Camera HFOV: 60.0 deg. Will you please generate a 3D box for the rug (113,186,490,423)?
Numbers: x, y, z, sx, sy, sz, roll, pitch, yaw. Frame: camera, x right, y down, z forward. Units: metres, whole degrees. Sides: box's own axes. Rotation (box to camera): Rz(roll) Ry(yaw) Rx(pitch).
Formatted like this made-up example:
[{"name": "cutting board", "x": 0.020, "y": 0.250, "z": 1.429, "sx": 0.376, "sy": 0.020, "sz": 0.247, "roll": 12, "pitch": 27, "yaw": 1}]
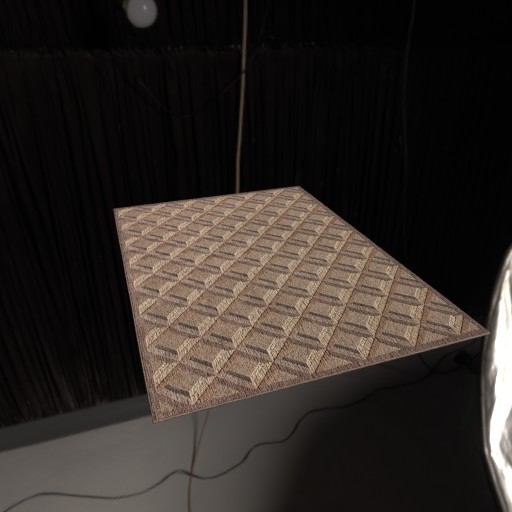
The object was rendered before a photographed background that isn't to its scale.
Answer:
[{"name": "rug", "x": 0.000, "y": 0.000, "z": 4.167, "sx": 2.382, "sy": 0.018, "sz": 3.294, "roll": -10, "pitch": 30, "yaw": -17}]
